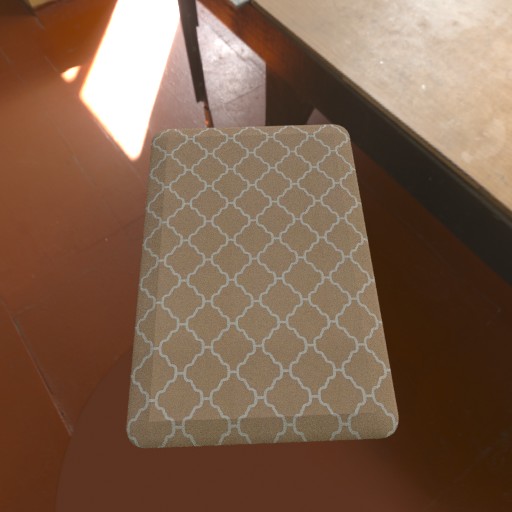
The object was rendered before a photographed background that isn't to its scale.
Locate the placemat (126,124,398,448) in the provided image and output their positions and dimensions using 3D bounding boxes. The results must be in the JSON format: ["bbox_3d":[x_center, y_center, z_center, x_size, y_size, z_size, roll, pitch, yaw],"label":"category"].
[{"bbox_3d":[0.000,0.000,0.977,0.508,0.021,0.762,-2,63,-1],"label":"placemat"}]
